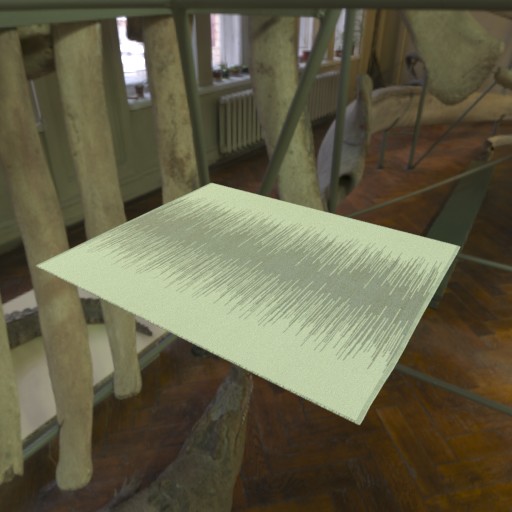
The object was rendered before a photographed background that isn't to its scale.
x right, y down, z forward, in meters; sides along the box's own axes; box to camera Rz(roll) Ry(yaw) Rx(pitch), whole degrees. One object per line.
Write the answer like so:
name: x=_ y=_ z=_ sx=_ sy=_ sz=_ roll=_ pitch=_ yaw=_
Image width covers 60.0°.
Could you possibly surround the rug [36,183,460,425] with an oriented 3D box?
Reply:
rug: x=0.000 y=0.000 z=4.045 sx=3.037 sy=0.010 sz=2.453 roll=19 pitch=35 yaw=29
